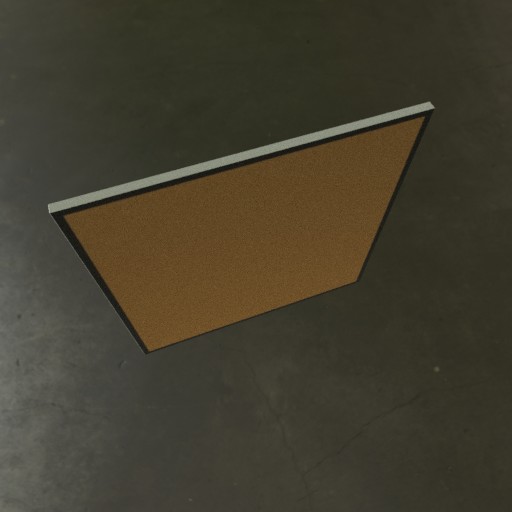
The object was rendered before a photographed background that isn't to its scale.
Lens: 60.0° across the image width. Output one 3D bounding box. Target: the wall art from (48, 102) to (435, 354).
[{"bbox_3d":[0.000,0.000,1.224,0.805,0.803,0.022,-17,61,-10],"label":"wall art"}]
